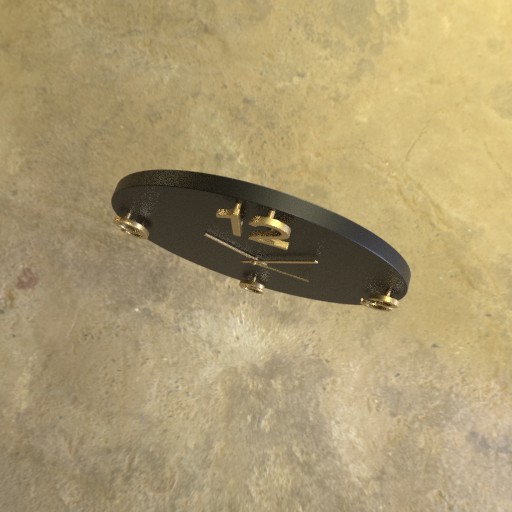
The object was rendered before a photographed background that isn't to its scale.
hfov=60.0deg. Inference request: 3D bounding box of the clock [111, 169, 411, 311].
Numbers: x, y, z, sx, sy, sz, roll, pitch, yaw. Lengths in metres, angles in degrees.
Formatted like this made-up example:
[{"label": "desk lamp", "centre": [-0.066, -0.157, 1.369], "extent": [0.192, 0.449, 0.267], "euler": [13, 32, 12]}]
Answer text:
[{"label": "clock", "centre": [0.000, 0.000, 0.685], "extent": [0.454, 0.454, 0.038], "euler": [17, 76, 4]}]
